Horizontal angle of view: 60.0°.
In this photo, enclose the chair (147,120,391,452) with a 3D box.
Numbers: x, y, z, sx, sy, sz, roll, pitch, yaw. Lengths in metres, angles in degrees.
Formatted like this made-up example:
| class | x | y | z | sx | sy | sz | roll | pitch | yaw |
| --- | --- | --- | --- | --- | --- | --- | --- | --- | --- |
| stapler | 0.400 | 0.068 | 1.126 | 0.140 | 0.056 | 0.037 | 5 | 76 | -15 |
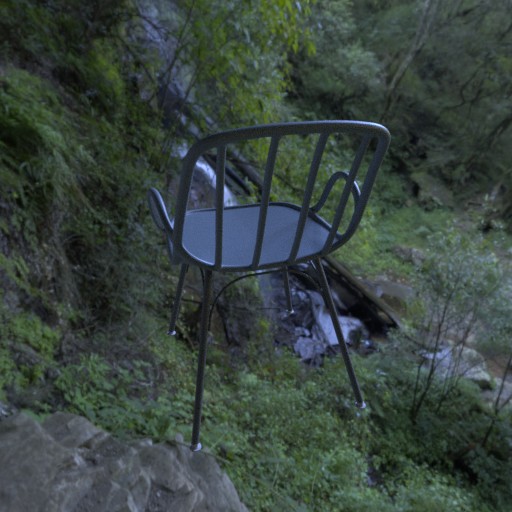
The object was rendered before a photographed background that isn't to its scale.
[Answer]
| class | x | y | z | sx | sy | sz | roll | pitch | yaw |
| --- | --- | --- | --- | --- | --- | --- | --- | --- | --- |
| chair | 0.000 | 0.000 | 1.241 | 0.549 | 0.816 | 0.597 | -8 | 27 | -16 |
